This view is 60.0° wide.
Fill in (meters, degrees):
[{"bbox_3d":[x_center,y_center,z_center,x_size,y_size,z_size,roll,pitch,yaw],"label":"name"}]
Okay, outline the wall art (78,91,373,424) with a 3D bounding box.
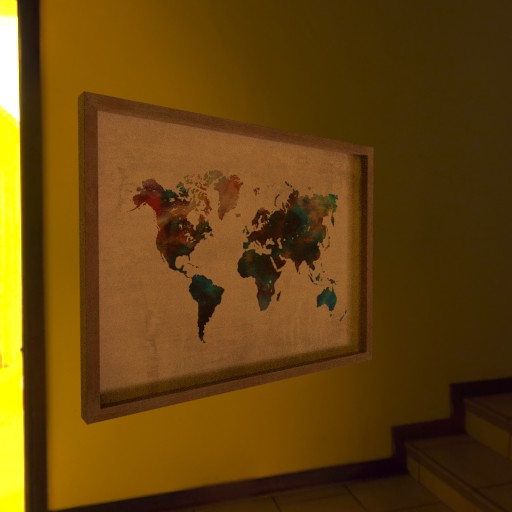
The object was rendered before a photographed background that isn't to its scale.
[{"bbox_3d":[0.000,0.000,1.753,1.320,1.009,0.070,-1,2,-36],"label":"wall art"}]
